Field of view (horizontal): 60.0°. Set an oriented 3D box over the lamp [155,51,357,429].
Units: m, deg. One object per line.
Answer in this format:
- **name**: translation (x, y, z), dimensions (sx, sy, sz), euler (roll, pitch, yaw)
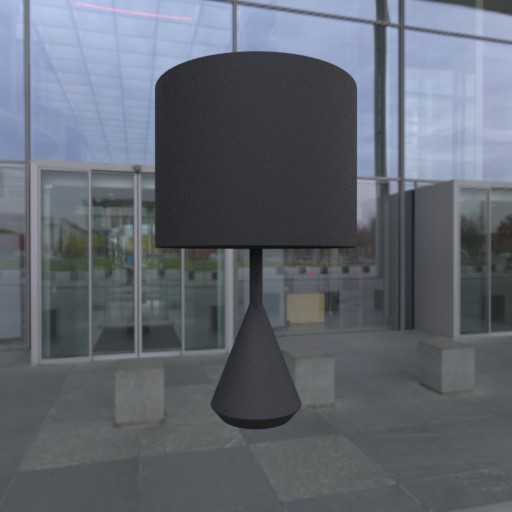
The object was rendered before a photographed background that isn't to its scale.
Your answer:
- **lamp**: translation (0.000, 0.000, 0.808), dimensions (0.359, 0.584, 0.359), euler (0, 0, 0)
